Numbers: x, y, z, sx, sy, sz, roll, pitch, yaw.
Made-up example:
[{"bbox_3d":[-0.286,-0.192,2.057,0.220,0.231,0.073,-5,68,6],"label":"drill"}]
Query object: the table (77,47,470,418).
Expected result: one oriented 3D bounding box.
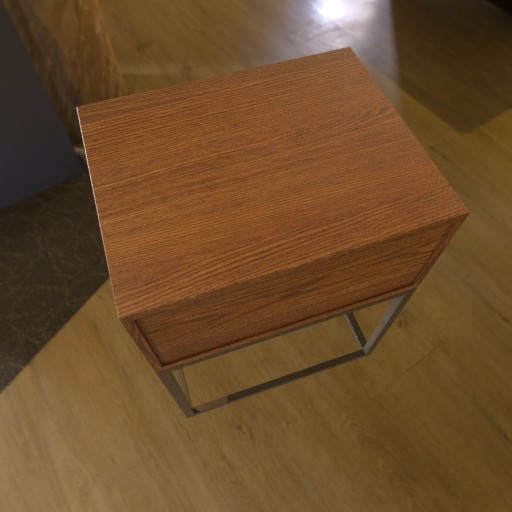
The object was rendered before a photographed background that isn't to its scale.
[{"bbox_3d":[0.000,0.000,0.924,0.482,0.610,0.400,-16,61,-9],"label":"table"}]
